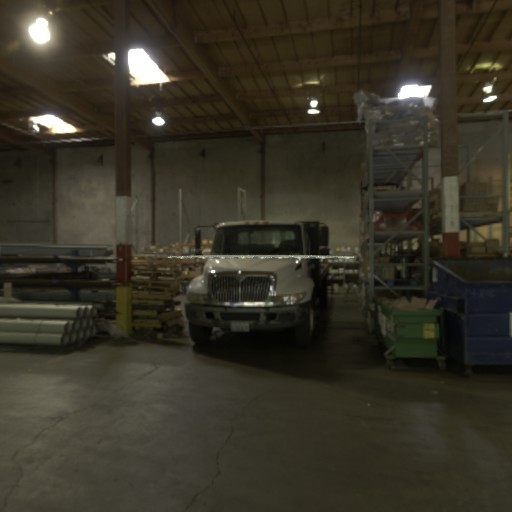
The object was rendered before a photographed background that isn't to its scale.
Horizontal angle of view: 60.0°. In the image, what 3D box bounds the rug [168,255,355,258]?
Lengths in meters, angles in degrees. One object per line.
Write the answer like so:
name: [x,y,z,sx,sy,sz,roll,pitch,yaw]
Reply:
rug: [0.000,0.000,2.577,0.620,0.008,2.372,0,0,-1]
